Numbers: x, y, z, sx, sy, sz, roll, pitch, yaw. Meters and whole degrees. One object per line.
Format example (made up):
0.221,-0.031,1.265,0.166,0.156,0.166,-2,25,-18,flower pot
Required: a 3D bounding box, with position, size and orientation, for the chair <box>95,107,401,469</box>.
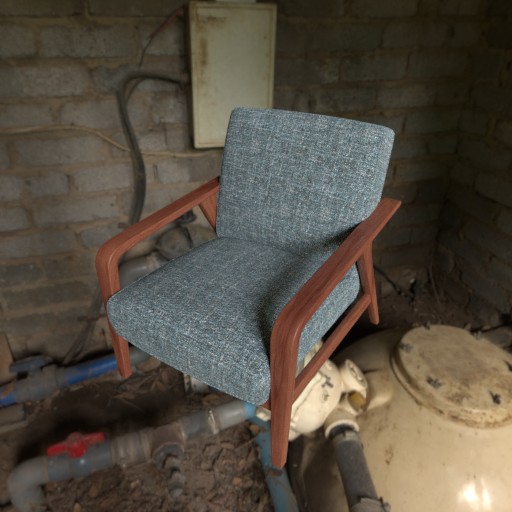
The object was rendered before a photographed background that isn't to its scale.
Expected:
0.000,0.000,1.537,0.719,0.864,0.889,18,34,29,chair
